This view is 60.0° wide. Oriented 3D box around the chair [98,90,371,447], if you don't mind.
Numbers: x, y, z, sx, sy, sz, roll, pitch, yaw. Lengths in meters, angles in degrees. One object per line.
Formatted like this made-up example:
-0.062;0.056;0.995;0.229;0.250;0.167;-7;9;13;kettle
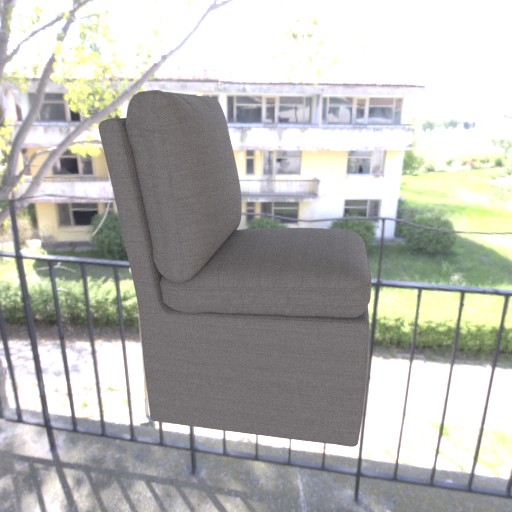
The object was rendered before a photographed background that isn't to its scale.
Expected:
0.000;0.000;1.344;0.698;0.927;0.503;3;18;10;chair
